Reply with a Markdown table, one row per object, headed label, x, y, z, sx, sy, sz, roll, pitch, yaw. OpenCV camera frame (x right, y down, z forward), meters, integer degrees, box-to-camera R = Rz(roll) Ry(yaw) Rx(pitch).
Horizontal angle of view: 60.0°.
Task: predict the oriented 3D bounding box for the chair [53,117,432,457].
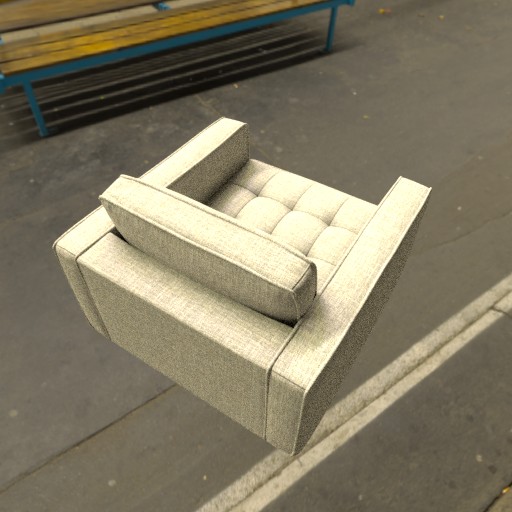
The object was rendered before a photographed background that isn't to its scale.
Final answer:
| label | x | y | z | sx | sy | sz | roll | pitch | yaw |
| --- | --- | --- | --- | --- | --- | --- | --- | --- | --- |
| chair | 0.000 | 0.000 | 1.550 | 0.889 | 0.765 | 0.914 | 25 | 52 | 22 |
